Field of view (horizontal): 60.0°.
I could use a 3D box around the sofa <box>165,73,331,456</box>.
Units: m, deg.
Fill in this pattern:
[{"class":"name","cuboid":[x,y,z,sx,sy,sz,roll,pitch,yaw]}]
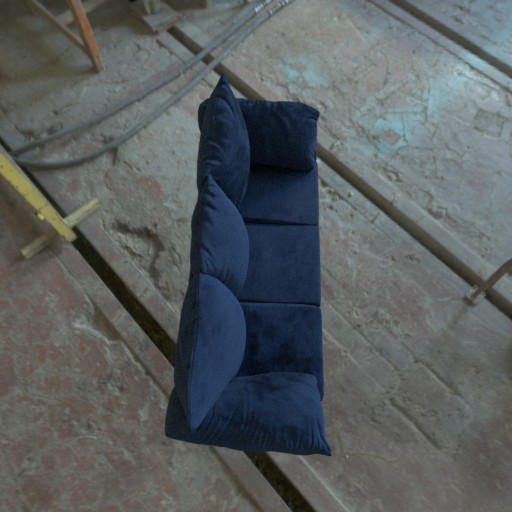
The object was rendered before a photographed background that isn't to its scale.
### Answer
[{"class":"sofa","cuboid":[0.000,0.000,2.934,0.907,1.091,2.390,2,66,1]}]
